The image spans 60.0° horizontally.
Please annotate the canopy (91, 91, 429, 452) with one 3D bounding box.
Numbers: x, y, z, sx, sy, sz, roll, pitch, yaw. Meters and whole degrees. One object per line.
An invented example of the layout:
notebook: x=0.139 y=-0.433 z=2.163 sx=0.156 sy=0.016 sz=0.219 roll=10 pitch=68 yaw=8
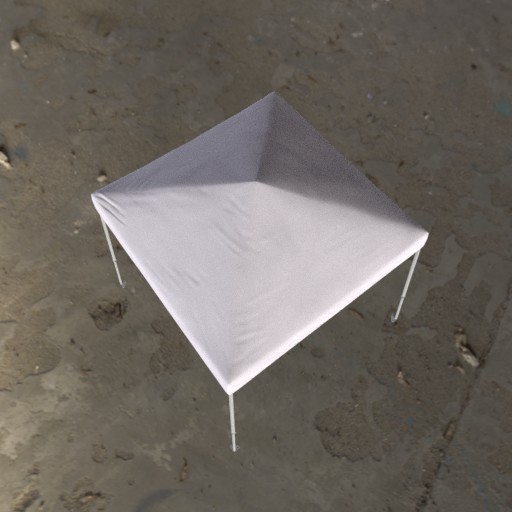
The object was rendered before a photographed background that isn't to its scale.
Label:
canopy: x=0.000 y=0.000 z=5.109 sx=2.849 sy=2.850 sz=2.850 roll=-34 pitch=68 yaw=-16
